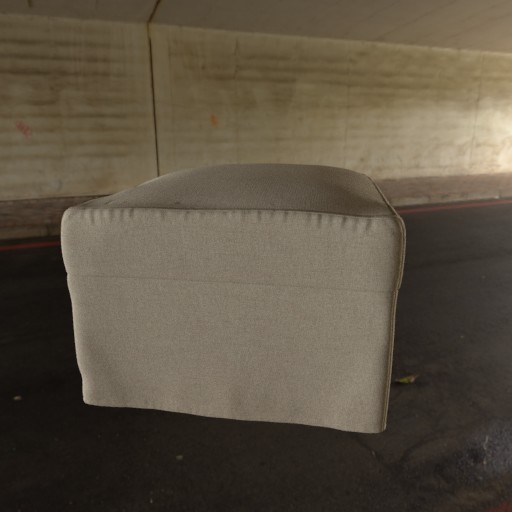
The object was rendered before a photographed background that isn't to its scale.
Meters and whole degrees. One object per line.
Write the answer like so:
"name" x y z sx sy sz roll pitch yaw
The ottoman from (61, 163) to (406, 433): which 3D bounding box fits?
"ottoman" 0.000 0.000 1.225 0.650 0.485 0.833 3 16 9
